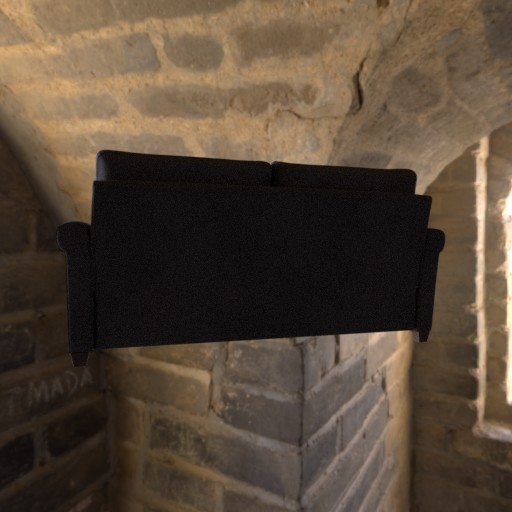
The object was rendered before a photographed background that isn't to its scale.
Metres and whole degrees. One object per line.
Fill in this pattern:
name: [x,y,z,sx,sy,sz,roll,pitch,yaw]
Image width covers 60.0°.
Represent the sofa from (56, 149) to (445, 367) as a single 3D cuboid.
sofa: [0.000,0.000,2.415,1.935,0.942,0.842,0,0,-17]
